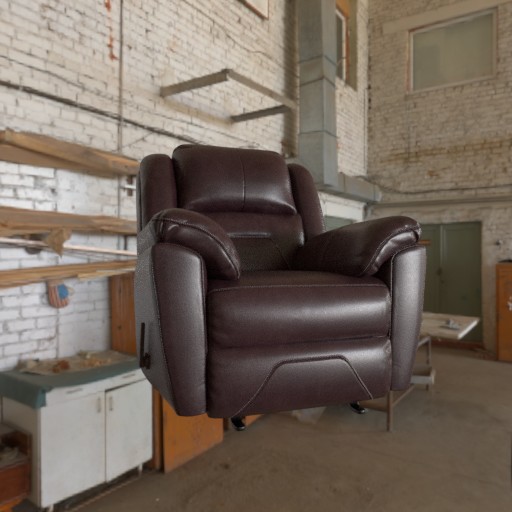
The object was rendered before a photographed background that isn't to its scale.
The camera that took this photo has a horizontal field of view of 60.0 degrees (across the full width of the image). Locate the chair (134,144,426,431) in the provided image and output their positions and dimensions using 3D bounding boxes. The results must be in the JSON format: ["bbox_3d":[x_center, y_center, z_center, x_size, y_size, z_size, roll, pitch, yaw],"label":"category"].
[{"bbox_3d":[0.000,0.000,1.876,0.990,1.093,1.041,0,0,-19],"label":"chair"}]
